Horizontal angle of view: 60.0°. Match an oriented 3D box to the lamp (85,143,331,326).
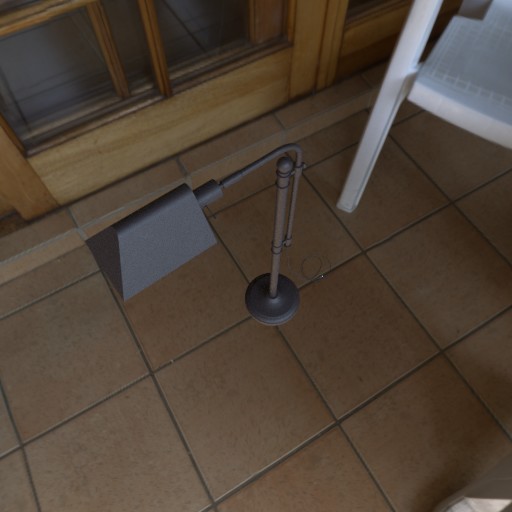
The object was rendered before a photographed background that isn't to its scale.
[{"bbox_3d":[0.000,0.000,0.959,0.545,0.708,0.159,-34,68,-15],"label":"lamp"}]
